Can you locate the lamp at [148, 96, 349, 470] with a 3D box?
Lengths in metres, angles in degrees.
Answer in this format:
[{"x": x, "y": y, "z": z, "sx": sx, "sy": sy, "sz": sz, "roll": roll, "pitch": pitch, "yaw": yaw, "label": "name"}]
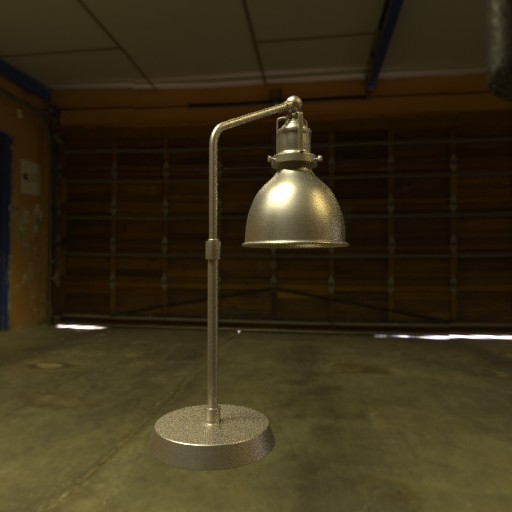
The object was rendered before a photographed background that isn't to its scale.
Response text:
[{"x": 0.000, "y": 0.000, "z": 0.586, "sx": 0.286, "sy": 0.456, "sz": 0.153, "roll": 1, "pitch": -1, "yaw": -37, "label": "lamp"}]
